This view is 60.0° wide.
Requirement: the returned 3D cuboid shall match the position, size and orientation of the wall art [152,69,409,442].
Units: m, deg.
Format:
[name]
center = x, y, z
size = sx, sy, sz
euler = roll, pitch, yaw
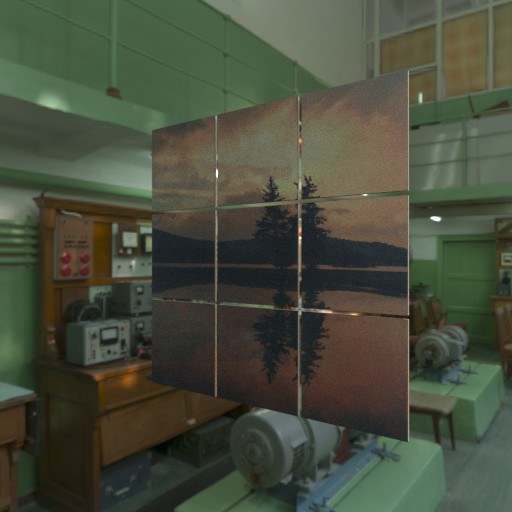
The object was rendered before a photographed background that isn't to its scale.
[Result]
[wall art]
center = 0.000, 0.000, 1.800
size = 1.216, 1.218, 0.013
euler = 0, 0, 35
